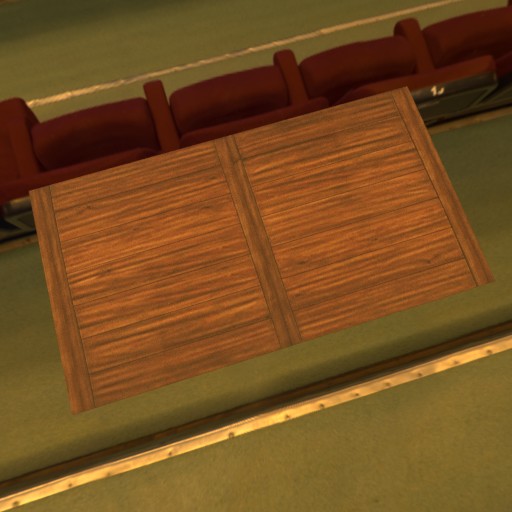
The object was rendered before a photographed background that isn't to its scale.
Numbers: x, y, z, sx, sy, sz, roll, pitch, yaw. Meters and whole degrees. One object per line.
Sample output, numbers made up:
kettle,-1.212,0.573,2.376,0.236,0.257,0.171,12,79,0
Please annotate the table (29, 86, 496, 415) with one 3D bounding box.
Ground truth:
table,0.000,0.000,2.468,1.966,0.793,1.071,-17,76,-4
